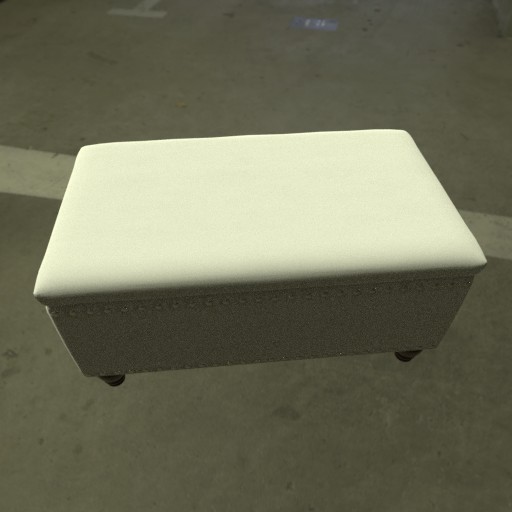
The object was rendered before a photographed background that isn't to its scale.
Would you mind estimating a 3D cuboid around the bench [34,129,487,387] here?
[{"bbox_3d":[0.000,0.000,1.162,0.887,0.449,0.500,-4,46,-4],"label":"bench"}]
